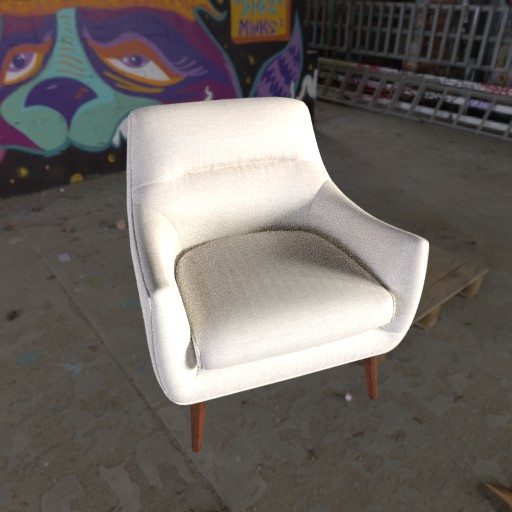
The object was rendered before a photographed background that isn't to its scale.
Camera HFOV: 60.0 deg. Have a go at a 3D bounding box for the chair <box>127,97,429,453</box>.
[{"bbox_3d":[0.000,0.000,1.424,0.762,0.838,0.787,-10,32,-16],"label":"chair"}]
